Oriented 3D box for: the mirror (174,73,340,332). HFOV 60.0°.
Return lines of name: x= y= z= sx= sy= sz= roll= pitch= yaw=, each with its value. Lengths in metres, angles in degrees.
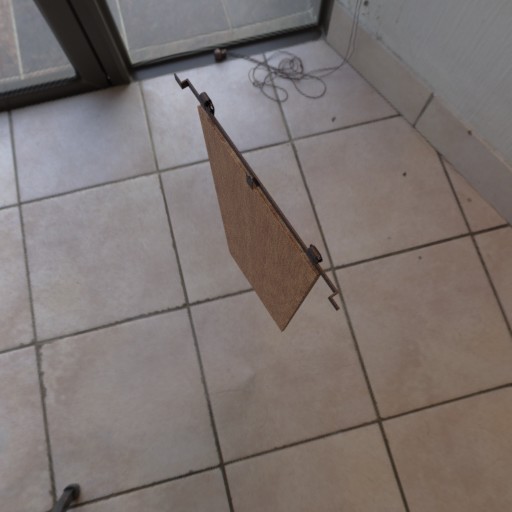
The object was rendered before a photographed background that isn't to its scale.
mirror: x=0.000 y=0.000 z=2.055 sx=0.042 sy=1.793 sz=0.847 roll=-32 pitch=78 yaw=-8
